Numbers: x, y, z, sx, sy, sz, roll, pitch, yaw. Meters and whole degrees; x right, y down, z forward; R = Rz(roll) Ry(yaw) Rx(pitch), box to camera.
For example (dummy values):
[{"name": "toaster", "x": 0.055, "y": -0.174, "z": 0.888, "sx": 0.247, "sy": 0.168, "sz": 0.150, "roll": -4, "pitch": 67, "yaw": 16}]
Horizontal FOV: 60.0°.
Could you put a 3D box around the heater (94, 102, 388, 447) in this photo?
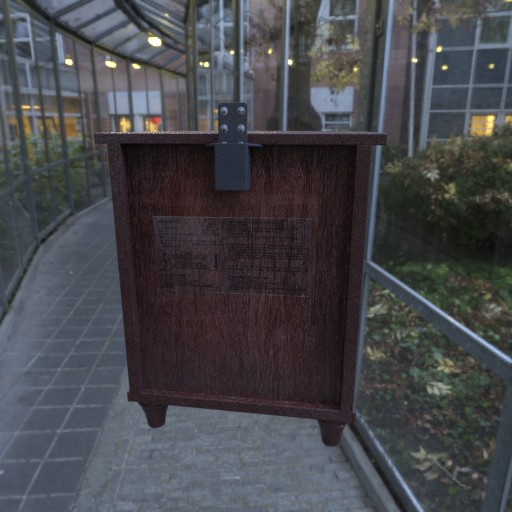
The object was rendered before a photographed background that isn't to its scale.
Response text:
[{"name": "heater", "x": 0.000, "y": 0.000, "z": 0.762, "sx": 0.362, "sy": 0.481, "sz": 0.400, "roll": 2, "pitch": 16, "yaw": 8}]
